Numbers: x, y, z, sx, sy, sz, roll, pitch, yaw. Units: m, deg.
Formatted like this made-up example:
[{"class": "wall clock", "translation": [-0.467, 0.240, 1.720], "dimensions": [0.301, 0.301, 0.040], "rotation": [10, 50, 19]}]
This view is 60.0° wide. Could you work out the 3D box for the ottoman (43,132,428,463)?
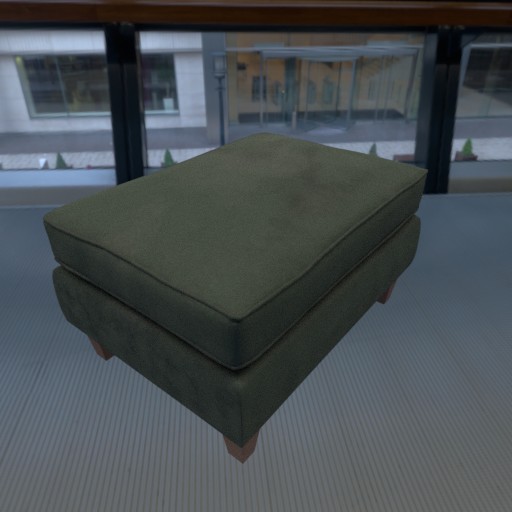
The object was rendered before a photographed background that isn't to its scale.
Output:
[{"class": "ottoman", "translation": [0.000, 0.000, 1.238], "dimensions": [0.632, 0.495, 0.864], "rotation": [23, 39, 32]}]
